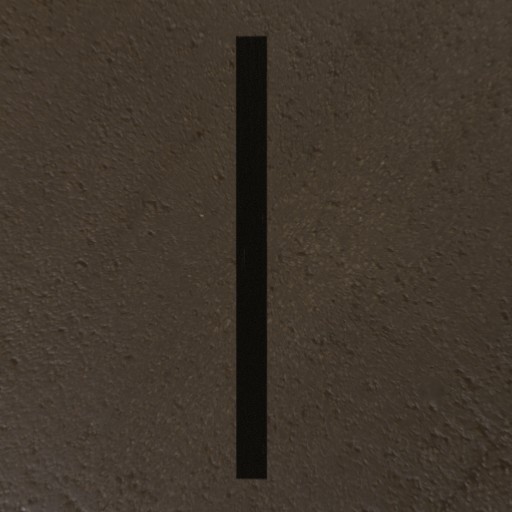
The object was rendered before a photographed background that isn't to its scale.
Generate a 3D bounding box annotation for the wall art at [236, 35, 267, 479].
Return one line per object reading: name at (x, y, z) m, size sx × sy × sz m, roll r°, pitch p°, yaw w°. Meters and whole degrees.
wall art at (0.000, 0.000, 0.757) m, size 0.036 × 0.506 × 0.506 m, roll 0°, pitch 91°, yaw 1°
